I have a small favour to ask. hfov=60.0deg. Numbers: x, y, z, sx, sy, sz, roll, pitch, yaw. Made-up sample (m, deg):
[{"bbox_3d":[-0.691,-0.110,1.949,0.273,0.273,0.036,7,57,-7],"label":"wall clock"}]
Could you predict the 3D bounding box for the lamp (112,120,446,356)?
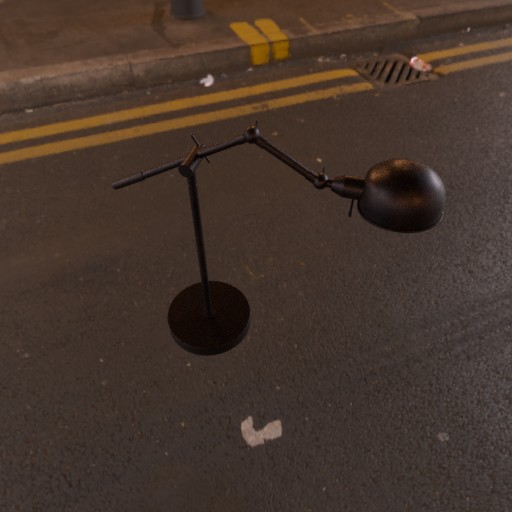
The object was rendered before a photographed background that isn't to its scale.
[{"bbox_3d":[0.000,0.000,0.812,0.567,0.495,0.185,12,48,11],"label":"lamp"}]
